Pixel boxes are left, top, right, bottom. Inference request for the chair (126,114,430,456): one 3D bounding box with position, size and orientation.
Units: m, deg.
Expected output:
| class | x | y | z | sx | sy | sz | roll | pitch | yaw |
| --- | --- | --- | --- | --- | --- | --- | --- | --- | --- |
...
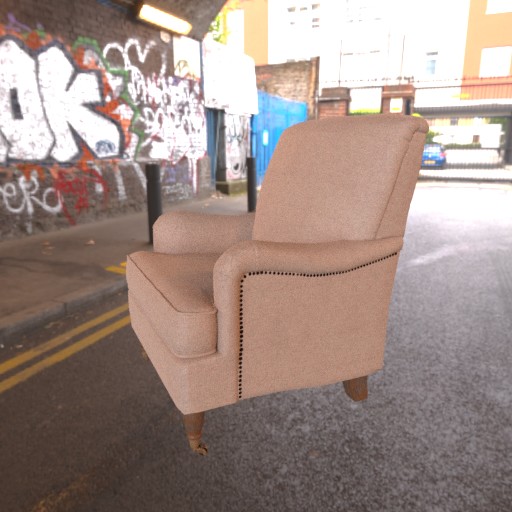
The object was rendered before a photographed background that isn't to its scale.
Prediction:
| class | x | y | z | sx | sy | sz | roll | pitch | yaw |
| --- | --- | --- | --- | --- | --- | --- | --- | --- | --- |
| chair | 0.000 | 0.000 | 1.828 | 0.953 | 1.119 | 0.879 | -7 | 15 | -25 |
